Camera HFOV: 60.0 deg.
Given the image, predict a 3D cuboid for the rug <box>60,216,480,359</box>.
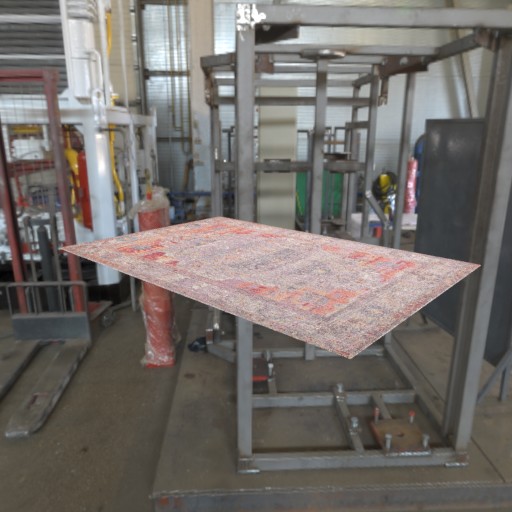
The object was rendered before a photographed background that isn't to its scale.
[{"bbox_3d":[0.000,0.000,2.297,1.829,0.005,1.219,14,21,40],"label":"rug"}]
